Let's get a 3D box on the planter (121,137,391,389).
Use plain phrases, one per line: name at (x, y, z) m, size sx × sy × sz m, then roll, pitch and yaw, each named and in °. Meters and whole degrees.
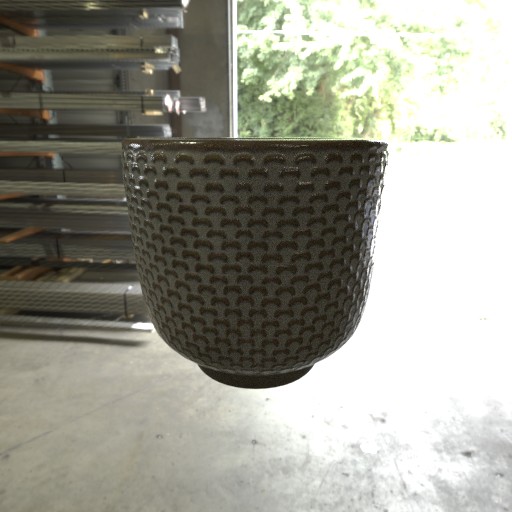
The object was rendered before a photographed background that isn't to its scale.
planter at (0.000, 0.000, 0.252) m, size 0.139 × 0.130 × 0.139 m, roll 0°, pitch 15°, yaw 0°
